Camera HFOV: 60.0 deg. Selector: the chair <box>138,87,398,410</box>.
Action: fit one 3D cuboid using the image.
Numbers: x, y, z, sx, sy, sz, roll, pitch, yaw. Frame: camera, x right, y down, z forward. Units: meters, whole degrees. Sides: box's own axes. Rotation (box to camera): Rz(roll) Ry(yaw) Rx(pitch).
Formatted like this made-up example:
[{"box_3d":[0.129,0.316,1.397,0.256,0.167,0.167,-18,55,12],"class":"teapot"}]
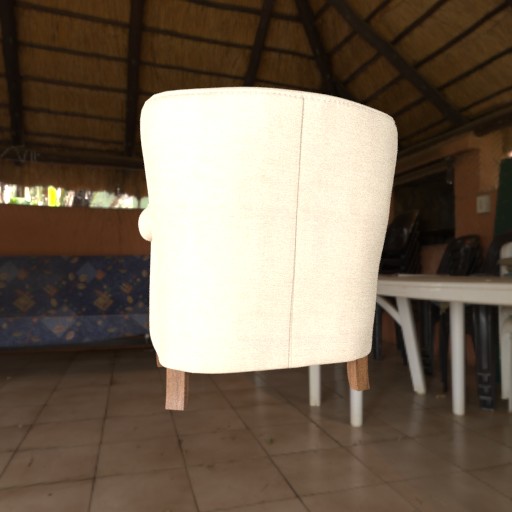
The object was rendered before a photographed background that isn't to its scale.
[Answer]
[{"box_3d":[0.000,0.000,1.656,0.861,0.936,0.921,0,-2,-17],"class":"chair"}]
